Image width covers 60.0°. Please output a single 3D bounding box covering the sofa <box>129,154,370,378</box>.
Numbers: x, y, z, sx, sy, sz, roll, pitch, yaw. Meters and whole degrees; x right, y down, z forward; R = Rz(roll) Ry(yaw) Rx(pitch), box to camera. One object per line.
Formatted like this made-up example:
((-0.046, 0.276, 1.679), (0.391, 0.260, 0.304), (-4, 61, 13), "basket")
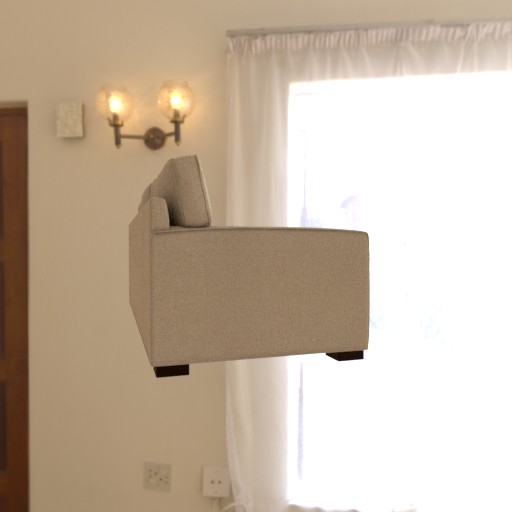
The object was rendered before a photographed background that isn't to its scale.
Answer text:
((0.000, 0.000, 2.843), (1.496, 0.861, 2.087), (0, 1, -18), "sofa")
